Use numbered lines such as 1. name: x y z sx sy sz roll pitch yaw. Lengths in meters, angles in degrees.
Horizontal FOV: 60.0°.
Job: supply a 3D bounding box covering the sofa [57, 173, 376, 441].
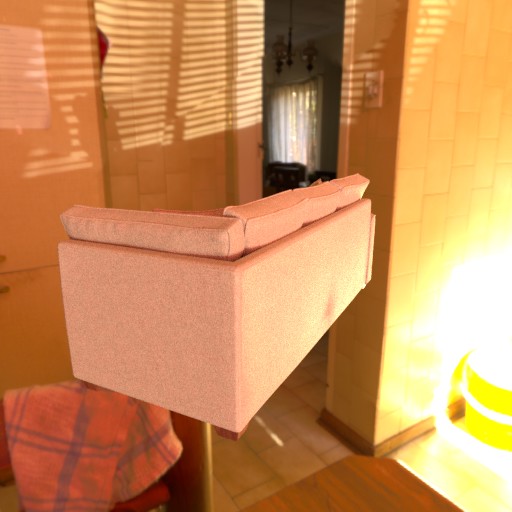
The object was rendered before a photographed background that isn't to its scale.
1. sofa: 0.000 0.000 2.924 1.061 0.962 2.317 7 17 26
